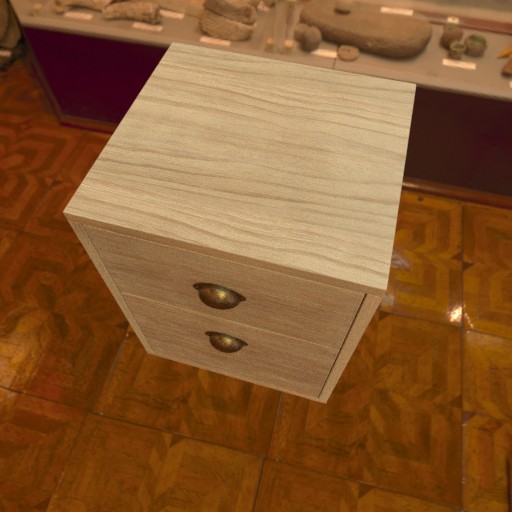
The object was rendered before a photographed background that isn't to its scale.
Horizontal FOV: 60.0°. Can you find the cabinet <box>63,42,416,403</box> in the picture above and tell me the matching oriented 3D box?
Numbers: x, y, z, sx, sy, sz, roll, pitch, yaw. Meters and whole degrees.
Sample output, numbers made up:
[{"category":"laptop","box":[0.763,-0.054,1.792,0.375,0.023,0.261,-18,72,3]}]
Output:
[{"category":"cabinet","box":[0.000,0.000,0.868,0.409,0.579,0.401,14,59,8]}]
